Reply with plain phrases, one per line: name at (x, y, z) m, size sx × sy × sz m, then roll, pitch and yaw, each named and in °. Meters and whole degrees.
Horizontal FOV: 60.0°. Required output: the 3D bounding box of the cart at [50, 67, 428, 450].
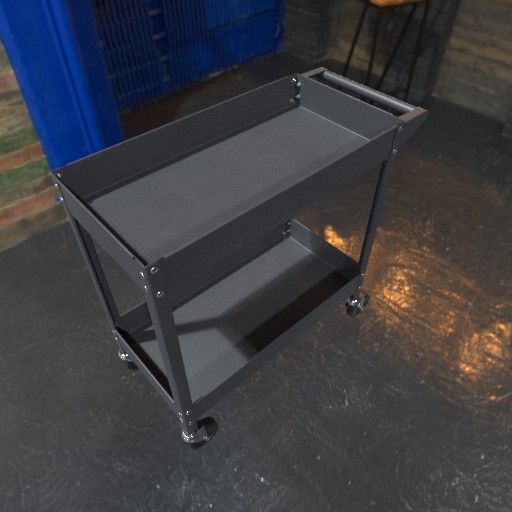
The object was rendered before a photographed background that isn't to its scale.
cart at (0.000, 0.000, 1.184) m, size 0.779 × 0.719 × 0.366 m, roll -33°, pitch 54°, yaw -28°
